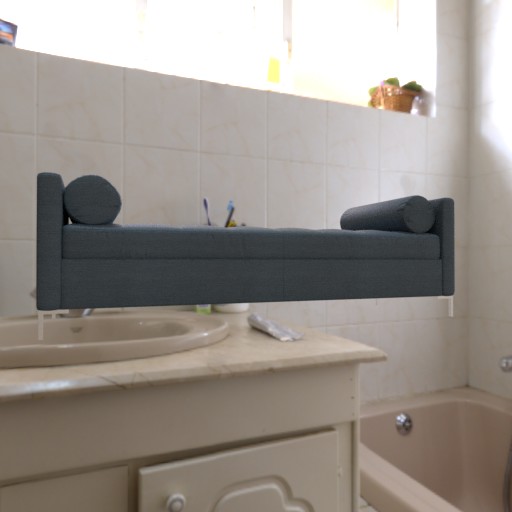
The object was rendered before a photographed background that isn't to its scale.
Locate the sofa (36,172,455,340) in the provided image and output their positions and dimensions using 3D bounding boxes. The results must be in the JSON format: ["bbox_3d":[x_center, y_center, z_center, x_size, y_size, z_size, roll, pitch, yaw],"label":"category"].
[{"bbox_3d":[0.000,0.000,2.290,1.981,0.635,0.686,0,-1,-21],"label":"sofa"}]
